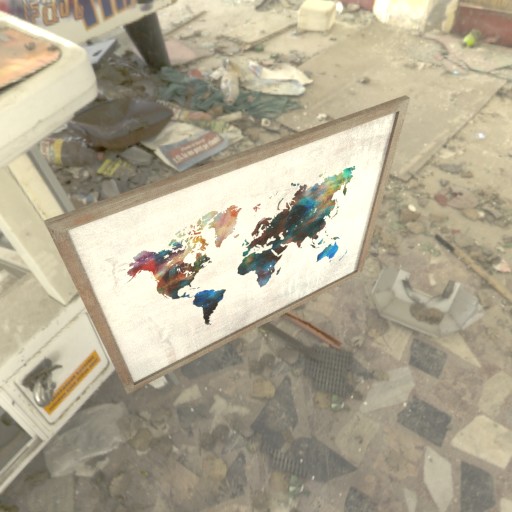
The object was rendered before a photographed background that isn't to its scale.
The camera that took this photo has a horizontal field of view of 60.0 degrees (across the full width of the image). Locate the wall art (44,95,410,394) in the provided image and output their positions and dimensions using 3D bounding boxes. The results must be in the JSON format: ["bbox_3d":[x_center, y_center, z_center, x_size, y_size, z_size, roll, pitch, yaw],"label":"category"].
[{"bbox_3d":[0.000,0.000,1.373,1.012,0.774,0.019,-24,52,-20],"label":"wall art"}]
